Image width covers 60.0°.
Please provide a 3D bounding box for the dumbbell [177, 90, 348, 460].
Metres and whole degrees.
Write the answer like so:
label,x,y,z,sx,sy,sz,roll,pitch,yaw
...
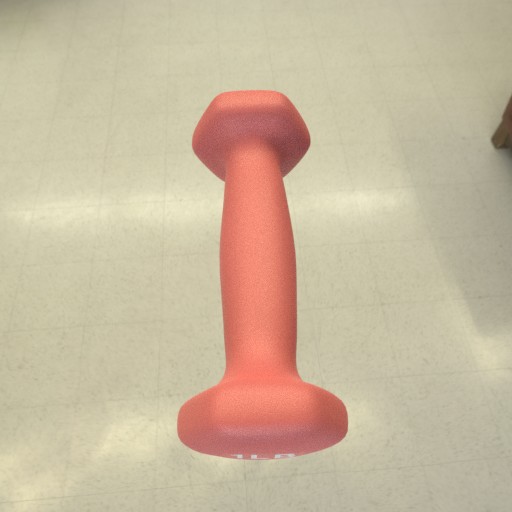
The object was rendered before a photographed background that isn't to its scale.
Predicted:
label,x,y,z,sx,sy,sz,roll,pitch,yaw
dumbbell,0.000,0.000,0.148,0.047,0.043,0.123,-2,59,-1
